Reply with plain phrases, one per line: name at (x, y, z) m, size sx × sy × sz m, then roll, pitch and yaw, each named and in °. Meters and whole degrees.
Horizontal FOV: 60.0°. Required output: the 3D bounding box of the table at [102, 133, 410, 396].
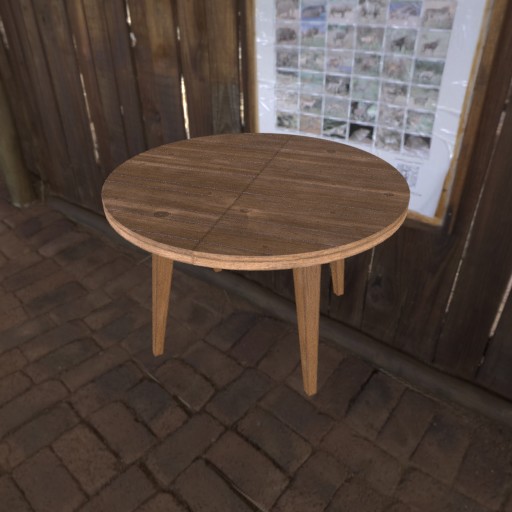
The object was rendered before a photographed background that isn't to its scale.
table at (0.000, 0.000, 2.020) m, size 1.213 × 0.764 × 1.213 m, roll 0°, pitch 32°, yaw 0°
